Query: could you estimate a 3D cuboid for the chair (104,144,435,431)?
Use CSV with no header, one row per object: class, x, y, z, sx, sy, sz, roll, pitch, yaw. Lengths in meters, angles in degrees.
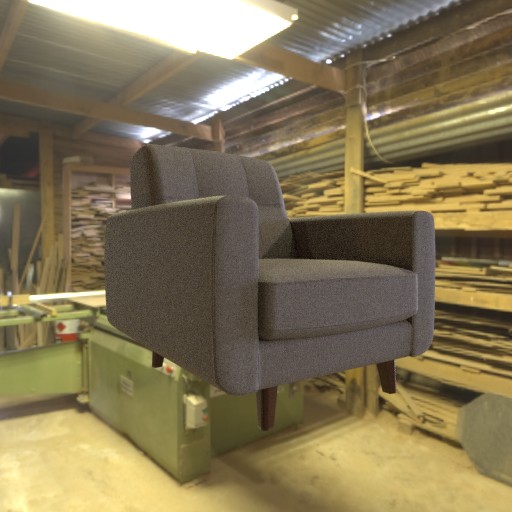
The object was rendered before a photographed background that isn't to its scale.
chair,0.000,0.000,1.545,0.831,0.839,0.907,-1,1,-35
